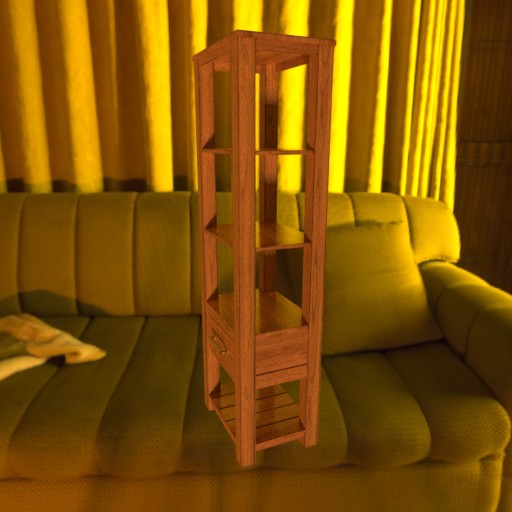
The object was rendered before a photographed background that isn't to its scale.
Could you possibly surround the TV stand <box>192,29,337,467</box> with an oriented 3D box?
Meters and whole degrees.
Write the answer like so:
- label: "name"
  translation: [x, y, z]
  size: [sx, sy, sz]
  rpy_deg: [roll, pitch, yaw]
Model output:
- label: "TV stand"
  translation: [0.000, 0.000, 2.117]
  size: [0.435, 1.828, 0.565]
  rpy_deg: [-6, 16, -23]
